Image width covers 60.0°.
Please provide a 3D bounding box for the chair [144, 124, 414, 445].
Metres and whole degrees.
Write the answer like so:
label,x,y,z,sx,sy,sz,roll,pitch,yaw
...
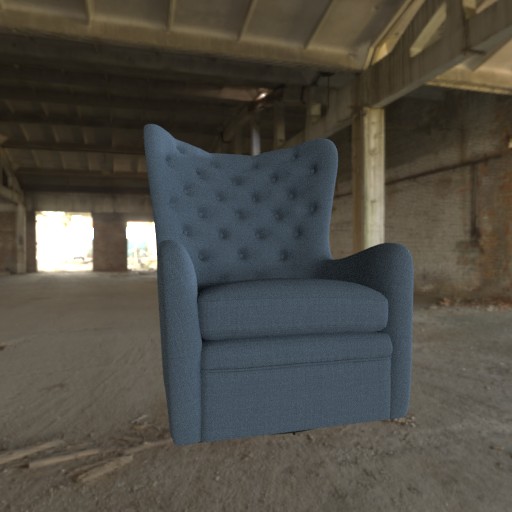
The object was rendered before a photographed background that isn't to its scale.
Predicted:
label,x,y,z,sx,sy,sz,roll,pitch,yaw
chair,0.000,0.000,1.727,0.831,1.079,0.930,0,1,-17
